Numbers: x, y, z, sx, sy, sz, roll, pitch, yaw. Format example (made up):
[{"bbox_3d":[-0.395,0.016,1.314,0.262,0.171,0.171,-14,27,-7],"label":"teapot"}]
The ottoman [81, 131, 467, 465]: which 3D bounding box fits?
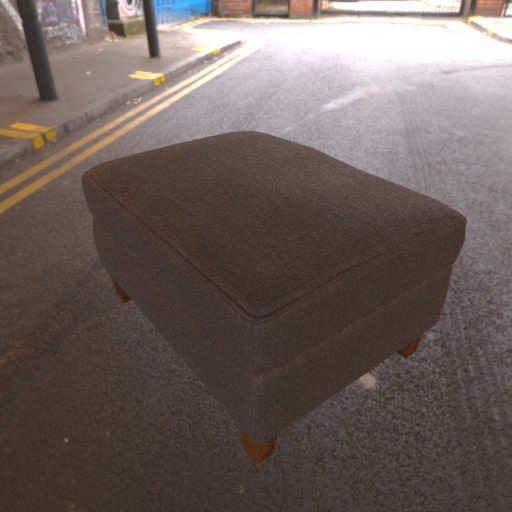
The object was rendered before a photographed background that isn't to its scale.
[{"bbox_3d":[0.000,0.000,1.212,0.639,0.496,0.826,-22,39,-31],"label":"ottoman"}]
